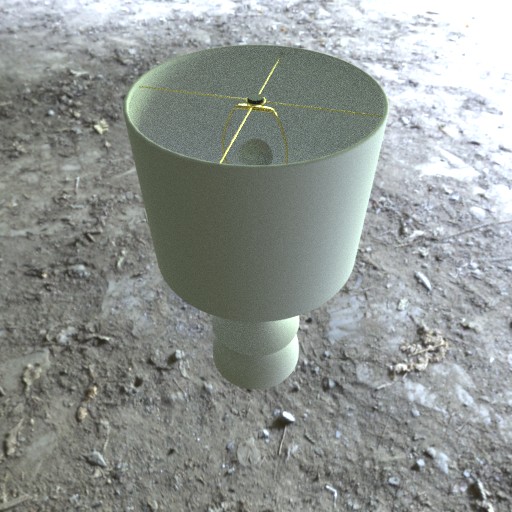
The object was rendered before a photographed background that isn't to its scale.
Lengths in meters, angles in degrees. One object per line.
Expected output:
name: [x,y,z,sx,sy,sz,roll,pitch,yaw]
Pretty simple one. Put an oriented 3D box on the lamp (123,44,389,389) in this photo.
lamp: [0.000,0.000,0.700,0.301,0.533,0.301,11,46,10]
